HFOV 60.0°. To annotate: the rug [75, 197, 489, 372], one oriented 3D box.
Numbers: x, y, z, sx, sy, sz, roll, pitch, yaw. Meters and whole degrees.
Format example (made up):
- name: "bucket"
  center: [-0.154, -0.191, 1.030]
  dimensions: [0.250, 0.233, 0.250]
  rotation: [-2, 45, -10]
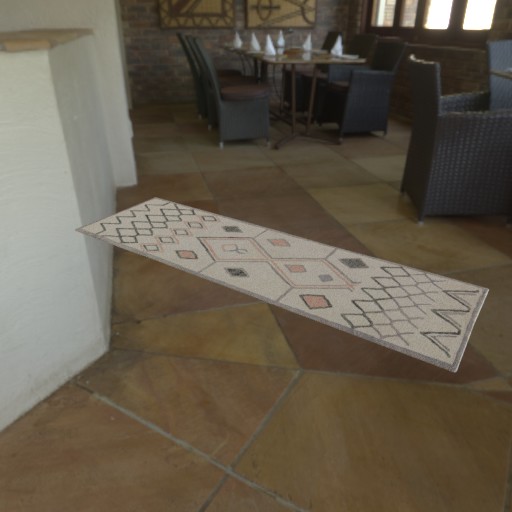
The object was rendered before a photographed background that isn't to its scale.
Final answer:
- name: "rug"
  center: [0.000, 0.000, 2.646]
  dimensions: [2.435, 0.011, 0.750]
  rotation: [18, 33, 30]
